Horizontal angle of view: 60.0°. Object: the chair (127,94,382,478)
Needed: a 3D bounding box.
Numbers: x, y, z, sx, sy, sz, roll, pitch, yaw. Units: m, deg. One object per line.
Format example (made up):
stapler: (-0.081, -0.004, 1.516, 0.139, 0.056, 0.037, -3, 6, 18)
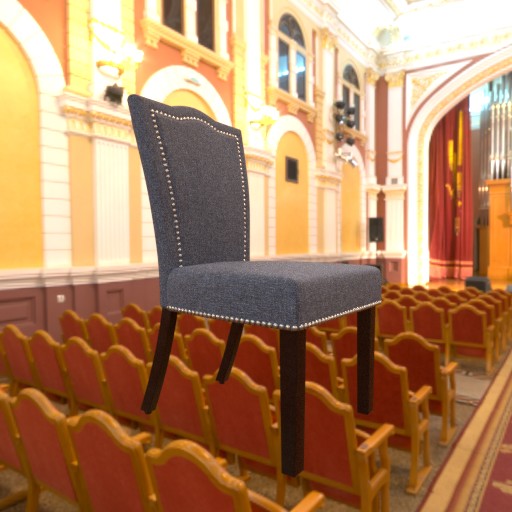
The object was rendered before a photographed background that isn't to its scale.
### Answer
chair: (0.000, 0.000, 1.297, 0.589, 0.946, 0.518, 1, 2, 35)
